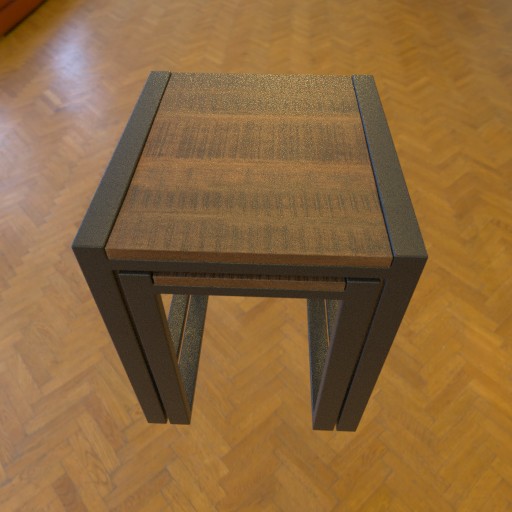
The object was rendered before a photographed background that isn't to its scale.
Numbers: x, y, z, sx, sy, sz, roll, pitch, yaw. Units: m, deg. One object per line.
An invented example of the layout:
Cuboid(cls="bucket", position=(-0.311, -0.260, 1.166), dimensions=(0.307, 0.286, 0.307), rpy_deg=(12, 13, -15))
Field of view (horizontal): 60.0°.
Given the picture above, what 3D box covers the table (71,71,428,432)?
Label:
Cuboid(cls="table", position=(0.000, 0.000, 0.923), dimensions=(0.449, 0.550, 0.500), rpy_deg=(2, 47, 2))
